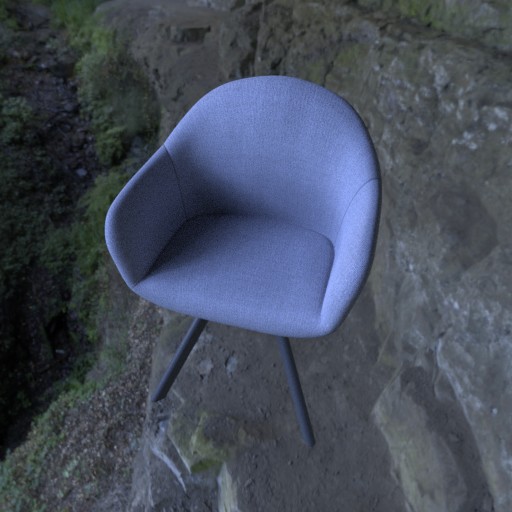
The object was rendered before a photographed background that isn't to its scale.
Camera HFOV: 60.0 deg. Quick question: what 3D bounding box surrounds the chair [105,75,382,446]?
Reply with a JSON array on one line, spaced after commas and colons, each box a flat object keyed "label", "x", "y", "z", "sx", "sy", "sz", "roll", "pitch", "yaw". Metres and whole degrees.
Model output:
[{"label": "chair", "x": 0.000, "y": 0.000, "z": 1.196, "sx": 0.590, "sy": 0.795, "sz": 0.550, "roll": 11, "pitch": 42, "yaw": 13}]
